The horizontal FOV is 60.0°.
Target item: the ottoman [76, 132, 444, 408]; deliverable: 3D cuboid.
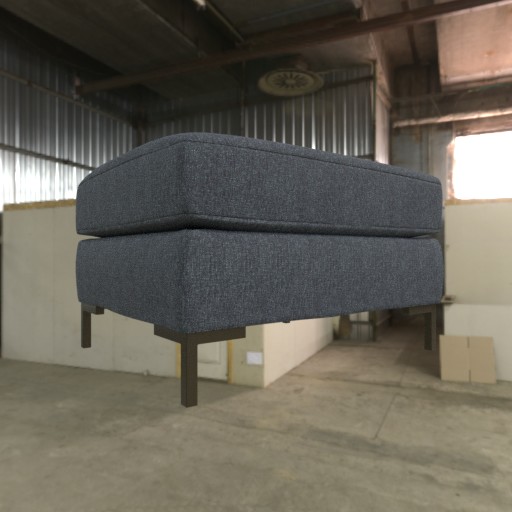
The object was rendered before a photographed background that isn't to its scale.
[{"bbox_3d":[0.000,0.000,1.276,0.831,0.533,0.695,0,0,-37],"label":"ottoman"}]
